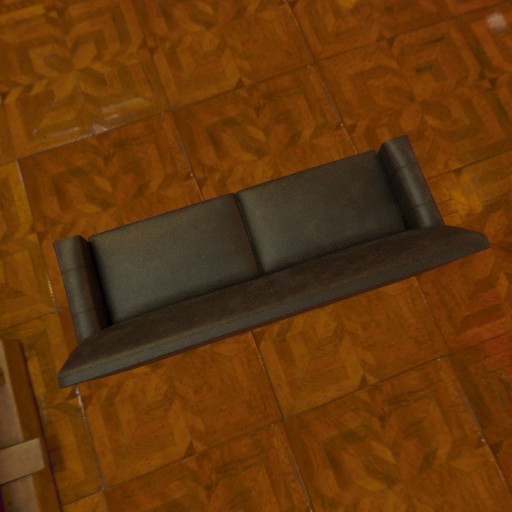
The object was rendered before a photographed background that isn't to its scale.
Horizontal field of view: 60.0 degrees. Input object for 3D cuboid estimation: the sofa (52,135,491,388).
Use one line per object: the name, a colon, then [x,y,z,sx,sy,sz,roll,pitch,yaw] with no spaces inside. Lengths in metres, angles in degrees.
sofa: [0.000,0.000,2.501,2.053,0.947,0.805,-18,77,-4]
